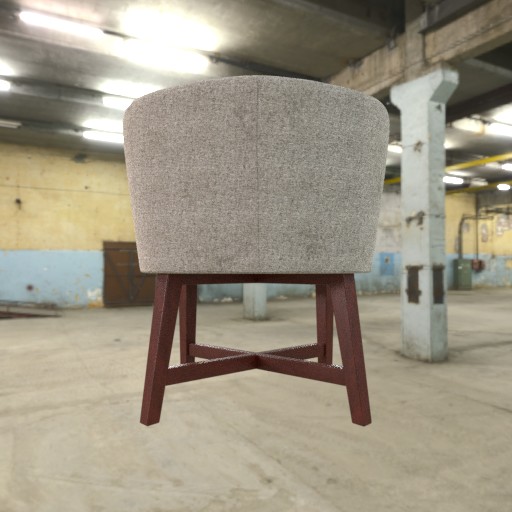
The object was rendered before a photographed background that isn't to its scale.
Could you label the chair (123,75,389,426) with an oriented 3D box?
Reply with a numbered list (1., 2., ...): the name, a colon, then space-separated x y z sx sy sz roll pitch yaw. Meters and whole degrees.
1. chair: 0.000 0.000 1.292 0.728 0.827 0.575 0 -2 0
